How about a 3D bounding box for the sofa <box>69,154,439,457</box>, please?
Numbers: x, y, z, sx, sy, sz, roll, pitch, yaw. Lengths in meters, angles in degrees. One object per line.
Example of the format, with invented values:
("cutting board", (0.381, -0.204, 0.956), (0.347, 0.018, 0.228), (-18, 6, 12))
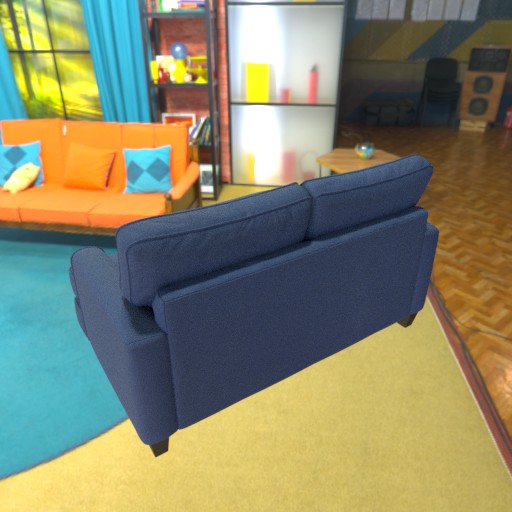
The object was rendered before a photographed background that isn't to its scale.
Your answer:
("sofa", (0.000, 0.000, 2.222), (1.651, 0.965, 0.965), (-18, 33, -29))
